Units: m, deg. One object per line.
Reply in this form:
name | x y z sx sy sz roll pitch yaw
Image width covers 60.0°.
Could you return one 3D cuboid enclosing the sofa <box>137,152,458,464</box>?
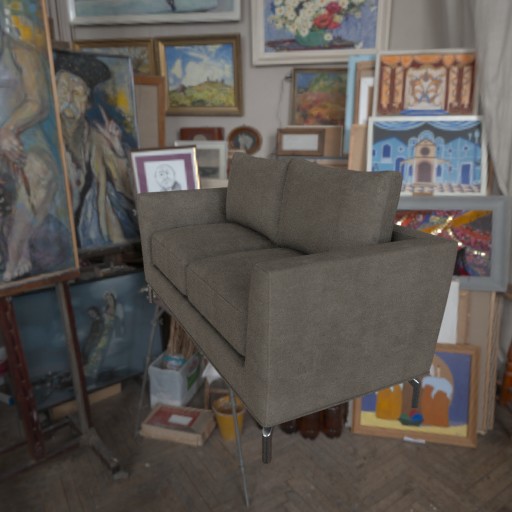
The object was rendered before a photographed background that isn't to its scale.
sofa | 0.000 0.000 2.364 0.855 1.013 1.832 -8 18 -26
